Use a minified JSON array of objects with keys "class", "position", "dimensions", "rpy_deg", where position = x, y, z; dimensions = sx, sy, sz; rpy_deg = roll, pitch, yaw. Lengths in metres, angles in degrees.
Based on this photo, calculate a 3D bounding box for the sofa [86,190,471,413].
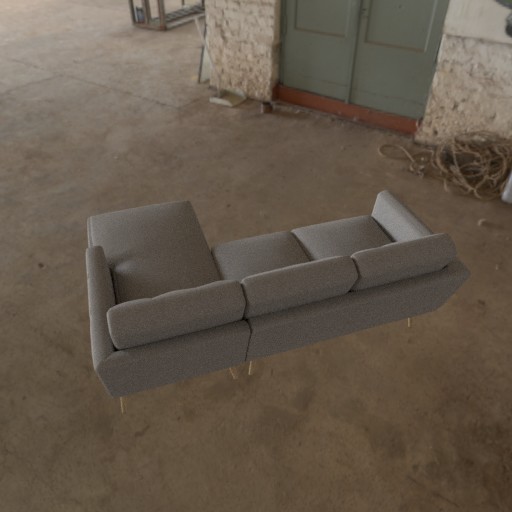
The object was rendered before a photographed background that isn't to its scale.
[{"class":"sofa","position":[0.000,0.000,2.851],"dimensions":[2.040,0.860,1.530],"rpy_deg":[-12,42,-14]}]
